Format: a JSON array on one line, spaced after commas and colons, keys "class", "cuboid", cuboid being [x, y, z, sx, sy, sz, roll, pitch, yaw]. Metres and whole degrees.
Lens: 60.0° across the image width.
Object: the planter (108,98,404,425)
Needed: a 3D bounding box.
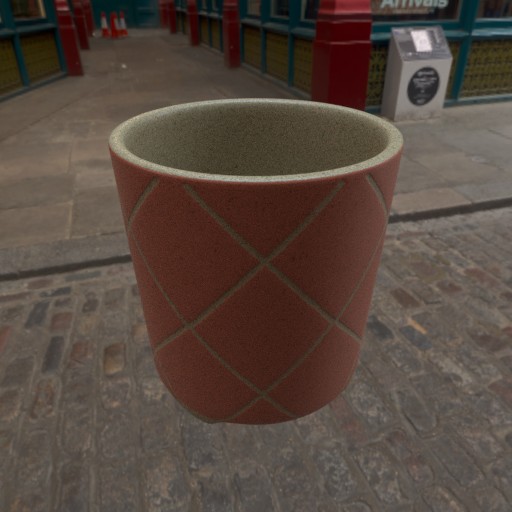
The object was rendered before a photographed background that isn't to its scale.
[{"class": "planter", "cuboid": [0.000, 0.000, 0.347, 0.191, 0.200, 0.191, 0, 31, 0]}]
